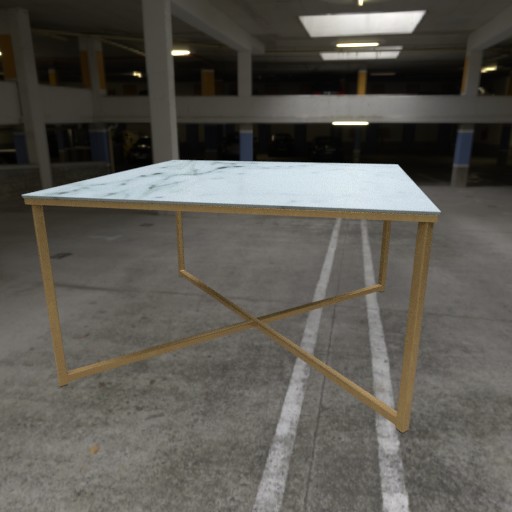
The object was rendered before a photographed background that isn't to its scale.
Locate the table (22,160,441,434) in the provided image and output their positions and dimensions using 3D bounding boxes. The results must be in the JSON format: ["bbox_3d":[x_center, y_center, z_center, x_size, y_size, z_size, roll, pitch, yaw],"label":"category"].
[{"bbox_3d":[0.000,0.000,1.256,0.800,0.450,0.800,4,18,11],"label":"table"}]
